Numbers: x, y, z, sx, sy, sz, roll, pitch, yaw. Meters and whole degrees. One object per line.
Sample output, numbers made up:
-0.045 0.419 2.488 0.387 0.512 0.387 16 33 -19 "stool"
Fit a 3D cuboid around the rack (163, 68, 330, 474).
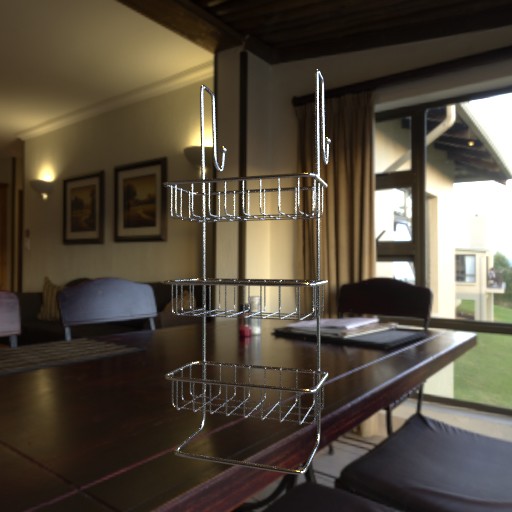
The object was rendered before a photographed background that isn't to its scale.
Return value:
0.000 0.000 0.697 0.228 0.574 0.202 0 -1 19 "rack"
